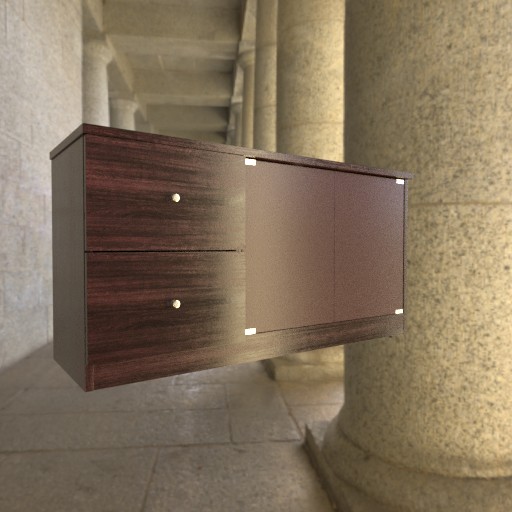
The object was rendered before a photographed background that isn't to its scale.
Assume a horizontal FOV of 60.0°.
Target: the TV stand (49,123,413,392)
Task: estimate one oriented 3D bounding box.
[{"bbox_3d":[0.000,0.000,1.480,1.192,0.614,0.404,-1,2,-35],"label":"TV stand"}]
